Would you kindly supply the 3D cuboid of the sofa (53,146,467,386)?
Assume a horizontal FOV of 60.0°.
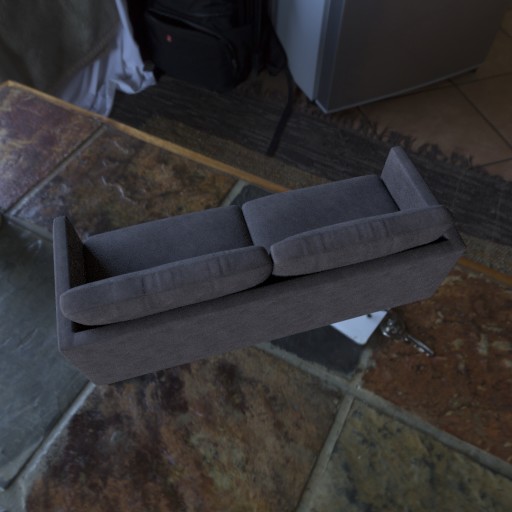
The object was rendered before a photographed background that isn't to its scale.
[{"bbox_3d":[0.000,0.000,2.963,2.434,0.965,0.951,-13,59,-8],"label":"sofa"}]
